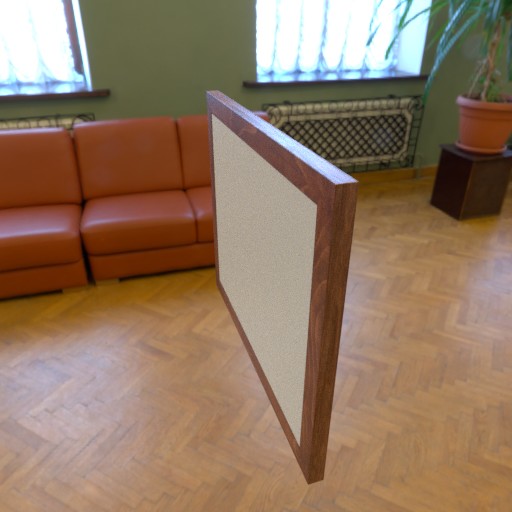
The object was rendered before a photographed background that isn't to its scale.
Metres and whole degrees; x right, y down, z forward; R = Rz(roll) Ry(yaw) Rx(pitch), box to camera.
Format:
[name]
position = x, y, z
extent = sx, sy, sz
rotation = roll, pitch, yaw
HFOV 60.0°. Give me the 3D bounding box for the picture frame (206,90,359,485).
[picture frame]
position = 0.000, 0.000, 0.764
extent = 0.025, 0.457, 0.559
rotation = -9, 31, -16
